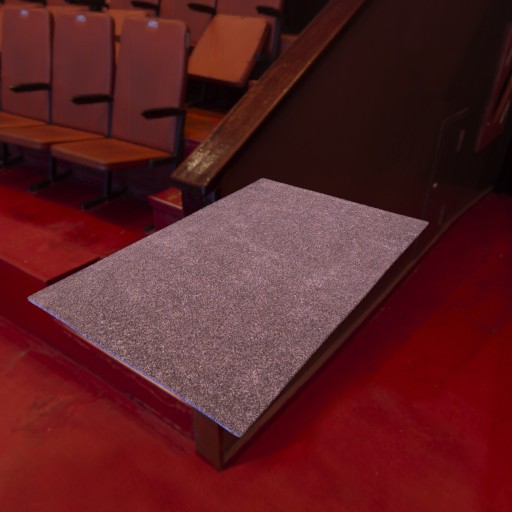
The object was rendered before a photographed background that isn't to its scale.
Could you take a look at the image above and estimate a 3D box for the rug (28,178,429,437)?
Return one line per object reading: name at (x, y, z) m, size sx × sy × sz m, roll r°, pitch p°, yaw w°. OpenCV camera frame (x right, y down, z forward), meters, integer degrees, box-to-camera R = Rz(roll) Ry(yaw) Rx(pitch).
rug at (0.000, 0.000, 3.429) m, size 1.802 × 0.026 × 2.699 m, roll 21°, pitch 37°, yaw 30°
